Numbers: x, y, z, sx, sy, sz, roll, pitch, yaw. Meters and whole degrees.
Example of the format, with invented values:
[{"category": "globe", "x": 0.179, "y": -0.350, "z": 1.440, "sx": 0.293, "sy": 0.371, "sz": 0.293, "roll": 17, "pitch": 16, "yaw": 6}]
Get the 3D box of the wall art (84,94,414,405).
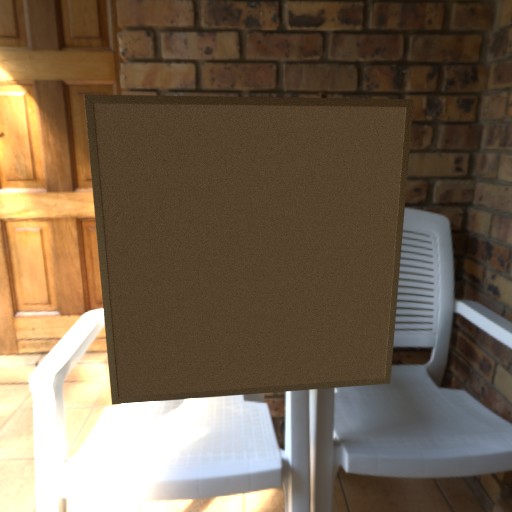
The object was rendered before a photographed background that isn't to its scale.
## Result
[{"category": "wall art", "x": 0.000, "y": 0.000, "z": 1.128, "sx": 0.762, "sy": 0.762, "sz": 0.038, "roll": -2, "pitch": 14, "yaw": -8}]
